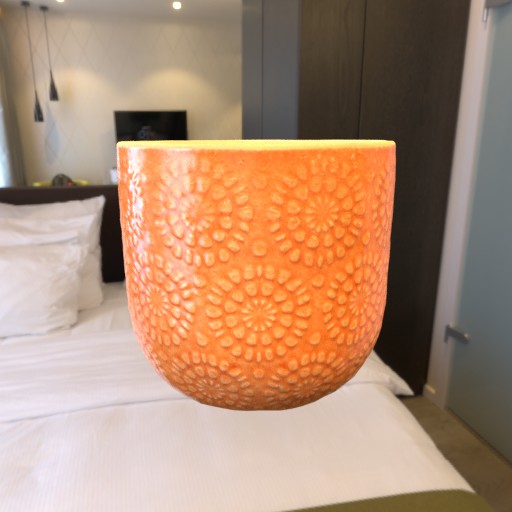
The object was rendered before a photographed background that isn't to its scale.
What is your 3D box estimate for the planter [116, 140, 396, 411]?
[{"bbox_3d":[0.000,0.000,0.288,0.170,0.152,0.170,0,15,0],"label":"planter"}]
